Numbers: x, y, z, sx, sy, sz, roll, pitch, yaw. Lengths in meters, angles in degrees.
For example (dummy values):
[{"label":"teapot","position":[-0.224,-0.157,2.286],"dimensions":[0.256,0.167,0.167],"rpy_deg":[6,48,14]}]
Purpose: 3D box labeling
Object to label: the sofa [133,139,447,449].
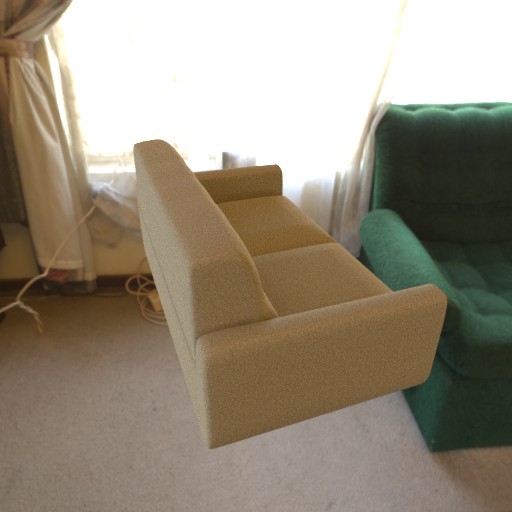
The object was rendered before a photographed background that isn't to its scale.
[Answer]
[{"label":"sofa","position":[0.000,0.000,2.222],"dimensions":[0.952,0.925,1.651],"rpy_deg":[-10,31,-18]}]
